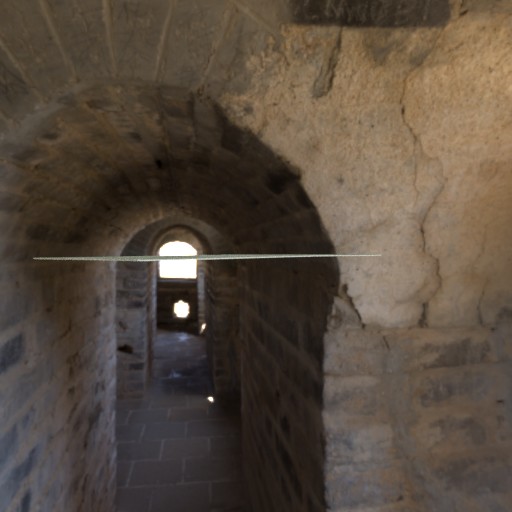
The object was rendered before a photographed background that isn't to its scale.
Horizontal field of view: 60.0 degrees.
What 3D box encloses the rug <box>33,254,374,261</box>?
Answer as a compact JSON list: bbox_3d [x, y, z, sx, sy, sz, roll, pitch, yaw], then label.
[{"bbox_3d":[0.000,0.000,2.648,0.686,0.013,2.340,0,1,36],"label":"rug"}]
